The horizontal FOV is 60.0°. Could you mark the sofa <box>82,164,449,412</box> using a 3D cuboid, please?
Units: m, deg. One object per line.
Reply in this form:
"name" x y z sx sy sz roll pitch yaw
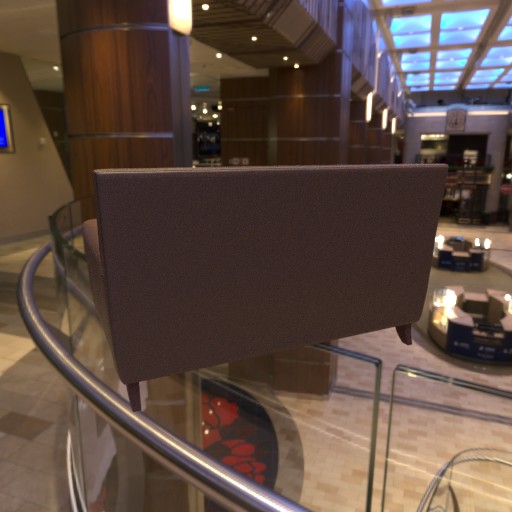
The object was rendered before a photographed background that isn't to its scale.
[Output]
"sofa" 0.000 0.000 2.092 1.468 0.859 0.853 -6 15 -25
